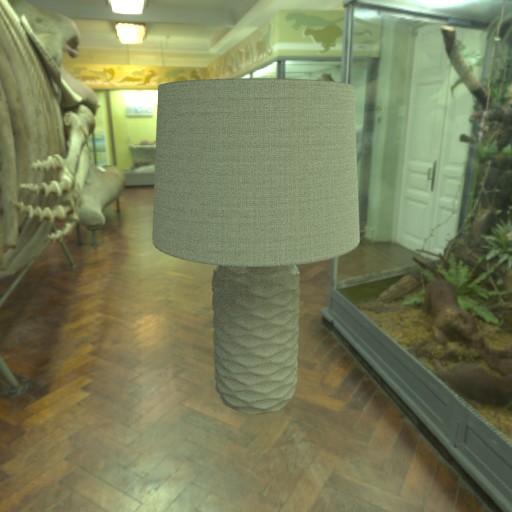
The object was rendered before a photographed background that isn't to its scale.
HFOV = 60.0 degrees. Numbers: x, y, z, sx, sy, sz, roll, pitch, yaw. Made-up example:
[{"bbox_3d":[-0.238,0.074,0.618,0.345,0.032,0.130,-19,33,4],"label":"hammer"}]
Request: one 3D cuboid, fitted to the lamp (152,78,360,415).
[{"bbox_3d":[0.000,0.000,0.834,0.376,0.594,0.376,0,17,0],"label":"lamp"}]
